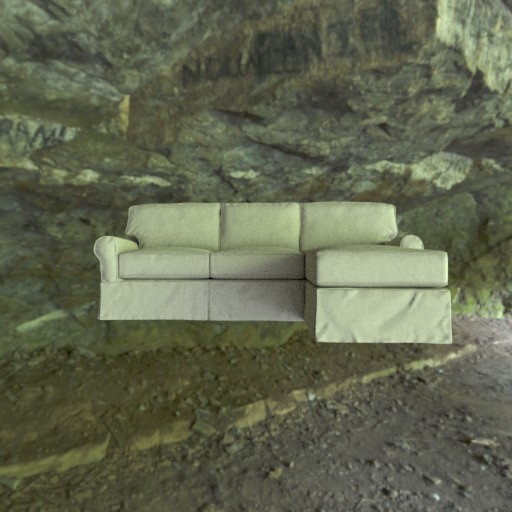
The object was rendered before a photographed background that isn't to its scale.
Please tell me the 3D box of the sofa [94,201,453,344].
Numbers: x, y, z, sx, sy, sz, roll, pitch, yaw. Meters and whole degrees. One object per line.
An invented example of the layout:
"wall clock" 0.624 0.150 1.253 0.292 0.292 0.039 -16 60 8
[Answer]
"sofa" 0.000 0.000 3.309 2.475 0.978 1.733 0 0 3
